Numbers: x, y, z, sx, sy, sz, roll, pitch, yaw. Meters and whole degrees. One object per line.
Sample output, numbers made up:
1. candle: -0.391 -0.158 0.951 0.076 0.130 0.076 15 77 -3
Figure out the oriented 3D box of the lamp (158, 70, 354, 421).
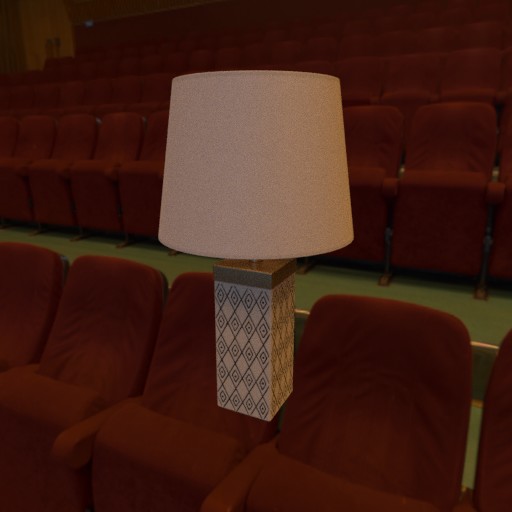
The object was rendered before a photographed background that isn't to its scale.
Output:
1. lamp: 0.000 0.000 0.592 0.251 0.435 0.251 0 16 0
